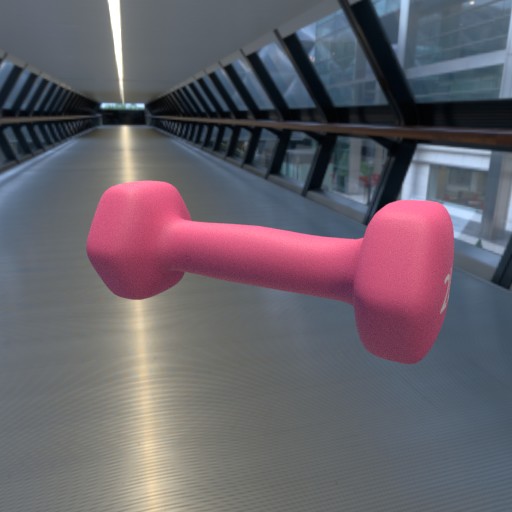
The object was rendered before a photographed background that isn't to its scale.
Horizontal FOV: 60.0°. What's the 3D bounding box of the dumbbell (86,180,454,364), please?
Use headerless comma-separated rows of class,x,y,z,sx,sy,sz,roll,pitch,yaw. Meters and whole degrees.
dumbbell,0.000,0.000,0.180,0.146,0.053,0.058,9,19,27
